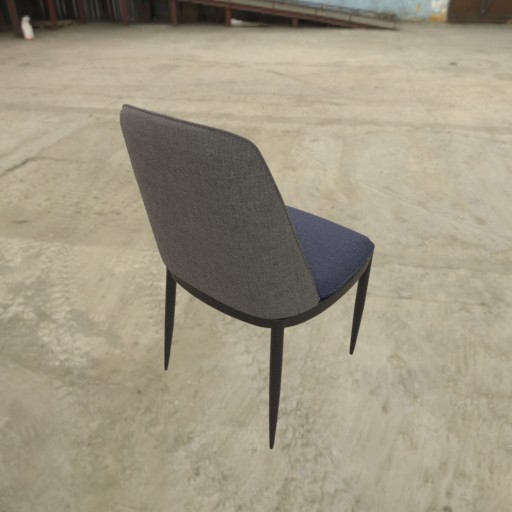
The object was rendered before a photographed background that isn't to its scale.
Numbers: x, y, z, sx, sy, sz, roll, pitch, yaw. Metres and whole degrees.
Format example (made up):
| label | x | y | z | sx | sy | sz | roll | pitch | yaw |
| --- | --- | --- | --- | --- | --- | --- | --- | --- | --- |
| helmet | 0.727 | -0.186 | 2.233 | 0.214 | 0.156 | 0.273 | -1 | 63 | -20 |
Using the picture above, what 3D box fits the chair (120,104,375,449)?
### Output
| label | x | y | z | sx | sy | sz | roll | pitch | yaw |
| --- | --- | --- | --- | --- | --- | --- | --- | --- | --- |
| chair | 0.000 | 0.000 | 1.187 | 0.488 | 0.855 | 0.550 | 25 | 40 | 33 |
